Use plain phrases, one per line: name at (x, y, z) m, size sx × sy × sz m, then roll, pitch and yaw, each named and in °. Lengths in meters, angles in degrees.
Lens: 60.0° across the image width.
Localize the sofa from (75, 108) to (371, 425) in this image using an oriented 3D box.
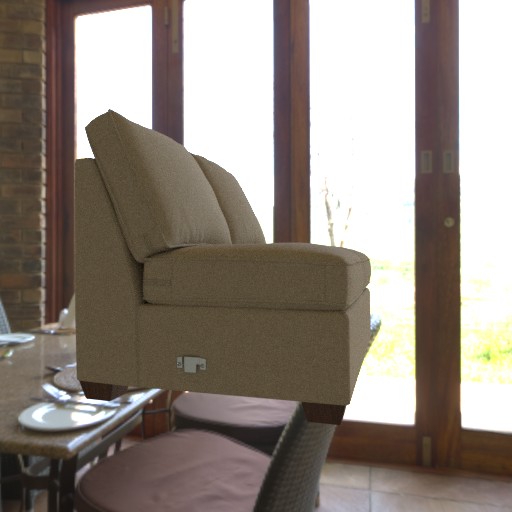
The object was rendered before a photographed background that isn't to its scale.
sofa at (0.000, 0.000, 1.978) m, size 0.951 × 1.008 × 1.237 m, roll 0°, pitch -1°, yaw 17°
